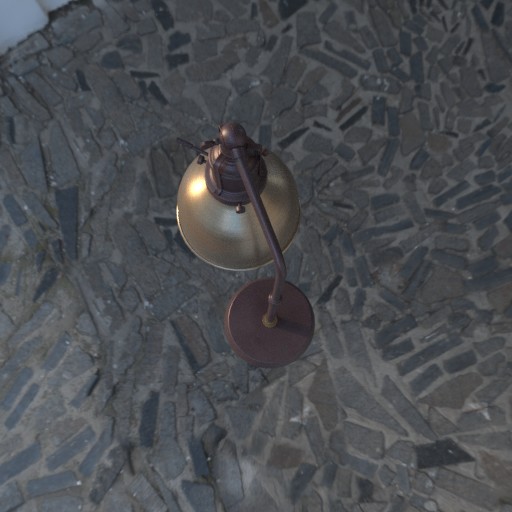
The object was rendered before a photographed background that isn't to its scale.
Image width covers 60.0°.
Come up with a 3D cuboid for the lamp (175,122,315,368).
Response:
[{"bbox_3d":[0.000,0.000,0.598,0.175,0.469,0.298,-18,76,-5],"label":"lamp"}]
